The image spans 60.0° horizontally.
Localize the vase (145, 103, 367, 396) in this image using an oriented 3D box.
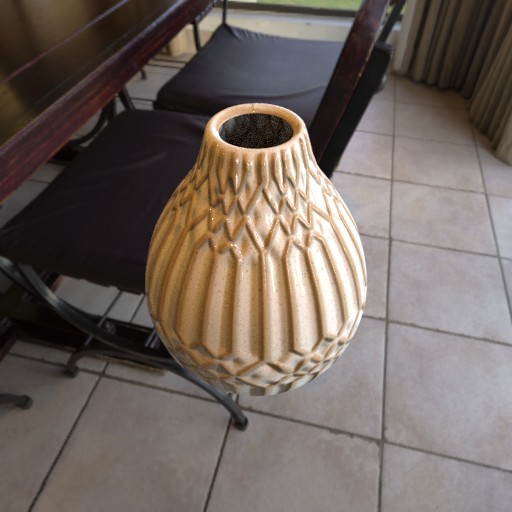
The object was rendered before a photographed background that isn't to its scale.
[{"bbox_3d":[0.000,0.000,0.309,0.159,0.200,0.159,0,45,0],"label":"vase"}]
